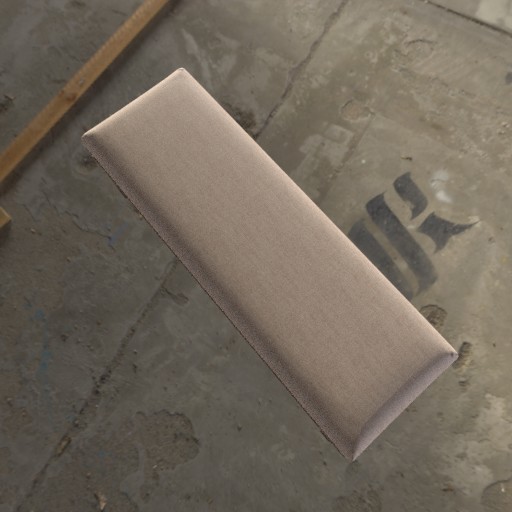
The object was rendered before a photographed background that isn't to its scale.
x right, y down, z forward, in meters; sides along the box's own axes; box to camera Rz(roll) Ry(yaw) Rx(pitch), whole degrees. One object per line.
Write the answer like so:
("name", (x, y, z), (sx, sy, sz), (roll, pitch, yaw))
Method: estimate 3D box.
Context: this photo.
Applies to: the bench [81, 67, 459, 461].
("bench", (0.000, 0.000, 1.448), (0.410, 0.457, 1.219), (-39, 77, -11))
